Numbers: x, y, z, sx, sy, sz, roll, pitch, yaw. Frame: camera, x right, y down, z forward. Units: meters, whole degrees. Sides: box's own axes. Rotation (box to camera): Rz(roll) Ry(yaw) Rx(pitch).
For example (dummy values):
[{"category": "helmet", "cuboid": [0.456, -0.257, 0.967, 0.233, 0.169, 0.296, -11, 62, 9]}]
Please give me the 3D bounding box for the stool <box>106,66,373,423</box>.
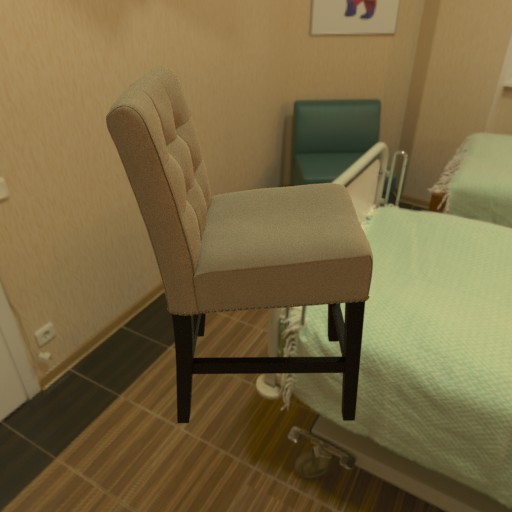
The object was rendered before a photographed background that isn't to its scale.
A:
[{"category": "stool", "cuboid": [0.000, 0.000, 1.185, 0.571, 0.885, 0.427, 0, 32, 0]}]
